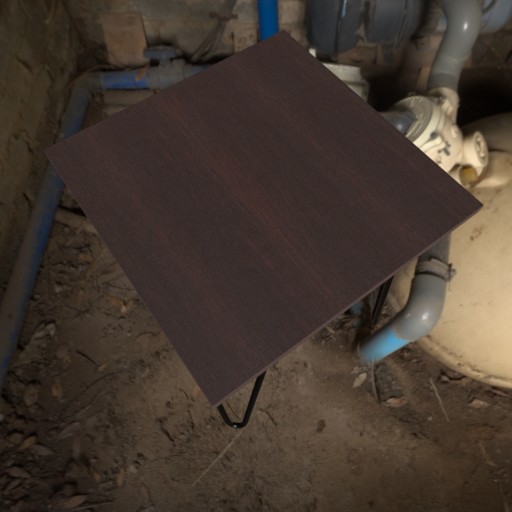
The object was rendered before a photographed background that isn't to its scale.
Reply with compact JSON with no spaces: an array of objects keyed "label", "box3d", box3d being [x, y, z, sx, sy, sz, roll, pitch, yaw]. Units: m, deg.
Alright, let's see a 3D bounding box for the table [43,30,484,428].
[{"label":"table","box3d":[0.000,0.000,0.946,0.495,0.559,0.495,-33,68,-15]}]
